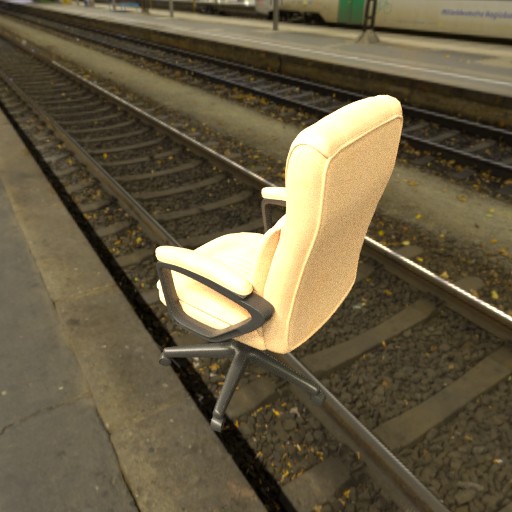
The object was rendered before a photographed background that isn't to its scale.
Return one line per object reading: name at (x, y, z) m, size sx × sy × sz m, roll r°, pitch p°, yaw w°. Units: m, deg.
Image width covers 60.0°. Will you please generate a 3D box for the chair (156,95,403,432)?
chair at (0.000, 0.000, 1.538) m, size 0.724 × 1.105 × 0.667 m, roll 20°, pitch 37°, yaw 30°
